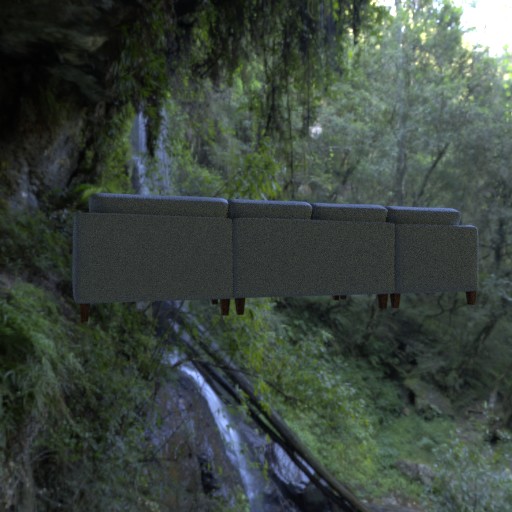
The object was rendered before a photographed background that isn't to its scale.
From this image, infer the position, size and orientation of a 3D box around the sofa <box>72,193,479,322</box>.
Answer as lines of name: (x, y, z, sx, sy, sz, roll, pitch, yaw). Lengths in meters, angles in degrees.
sofa: (0.000, 0.000, 4.607, 3.403, 0.889, 2.551, 0, 0, -19)
